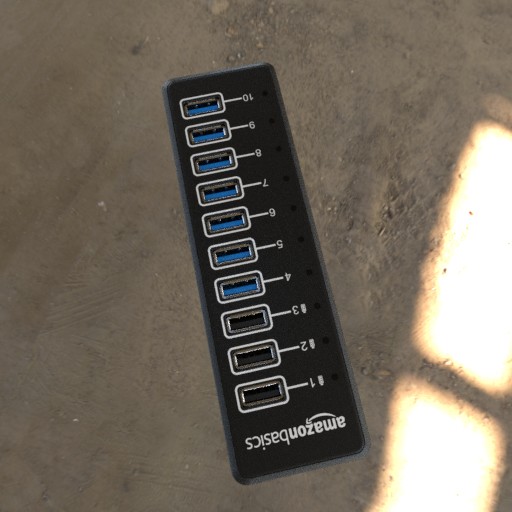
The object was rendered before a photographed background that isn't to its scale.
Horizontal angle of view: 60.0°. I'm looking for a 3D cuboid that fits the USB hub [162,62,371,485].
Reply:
[{"bbox_3d":[0.000,0.000,0.163,0.044,0.023,0.145,-12,76,-3],"label":"USB hub"}]
